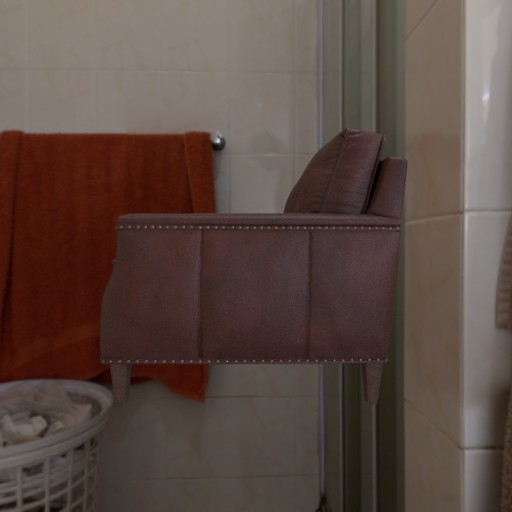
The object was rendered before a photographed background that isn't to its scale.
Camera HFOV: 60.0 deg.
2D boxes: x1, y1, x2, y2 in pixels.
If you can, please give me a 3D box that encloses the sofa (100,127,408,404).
[{"bbox_3d":[0.000,0.000,2.285,1.083,1.003,1.628,0,1,0],"label":"sofa"}]
